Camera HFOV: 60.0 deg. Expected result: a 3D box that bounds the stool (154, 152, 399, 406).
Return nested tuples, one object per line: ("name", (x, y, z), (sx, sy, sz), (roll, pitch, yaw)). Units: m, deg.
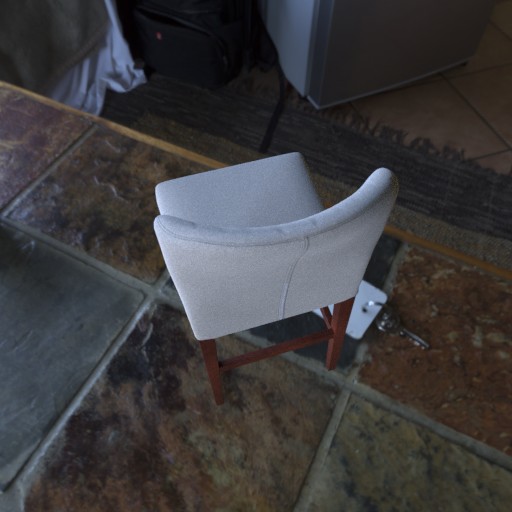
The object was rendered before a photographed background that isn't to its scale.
("stool", (0.000, 0.000, 1.286), (0.479, 0.968, 0.568), (-15, 59, -9))
